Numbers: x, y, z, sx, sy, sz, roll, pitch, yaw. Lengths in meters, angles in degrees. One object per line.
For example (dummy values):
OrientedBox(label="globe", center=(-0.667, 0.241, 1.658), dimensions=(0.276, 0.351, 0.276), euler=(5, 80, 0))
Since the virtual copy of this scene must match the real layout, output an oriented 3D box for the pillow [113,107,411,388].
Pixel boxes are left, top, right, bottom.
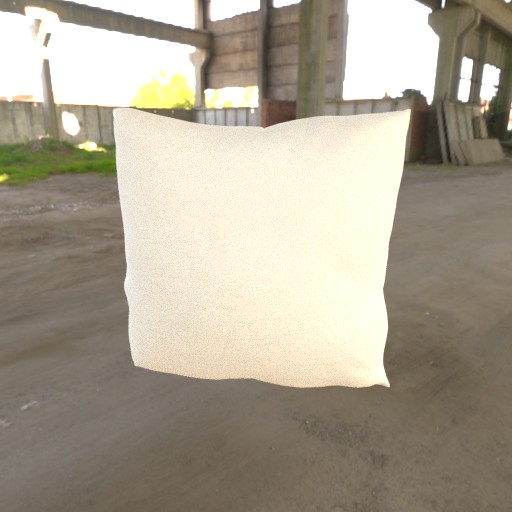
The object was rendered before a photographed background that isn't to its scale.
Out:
OrientedBox(label="pillow", center=(0.000, 0.000, 0.702), dimensions=(0.450, 0.448, 0.245), euler=(2, 17, 7))
